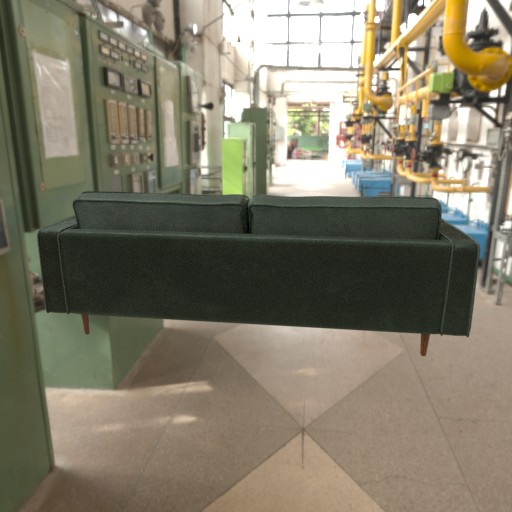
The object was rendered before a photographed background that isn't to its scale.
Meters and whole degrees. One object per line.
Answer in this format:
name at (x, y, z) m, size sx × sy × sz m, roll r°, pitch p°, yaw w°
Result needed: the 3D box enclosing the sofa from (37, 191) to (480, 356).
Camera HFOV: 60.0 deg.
sofa at (0.000, 0.000, 2.600) m, size 2.214 × 0.781 × 0.886 m, roll 2°, pitch 15°, yaw 8°
